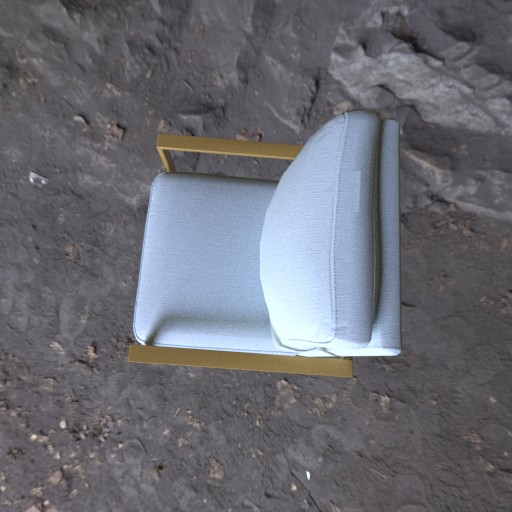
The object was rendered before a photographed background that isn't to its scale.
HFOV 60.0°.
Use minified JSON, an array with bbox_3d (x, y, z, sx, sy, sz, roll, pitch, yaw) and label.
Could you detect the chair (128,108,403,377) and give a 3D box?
[{"bbox_3d":[0.000,0.000,1.519,0.813,0.956,0.758,4,76,1],"label":"chair"}]
